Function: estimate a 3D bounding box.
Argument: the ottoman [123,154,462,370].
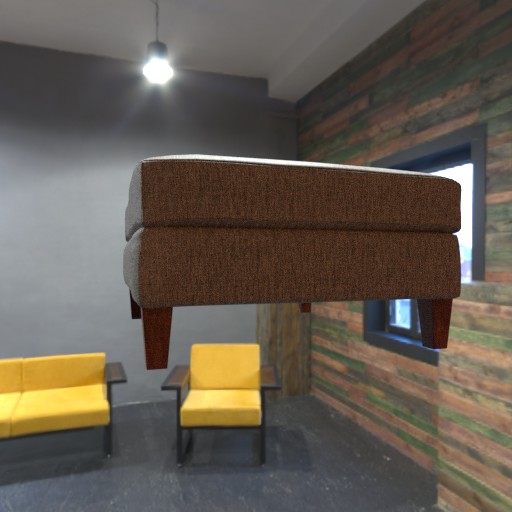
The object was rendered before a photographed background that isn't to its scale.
[{"bbox_3d":[0.000,0.000,1.482,0.839,0.492,0.994,0,-1,-18],"label":"ottoman"}]
